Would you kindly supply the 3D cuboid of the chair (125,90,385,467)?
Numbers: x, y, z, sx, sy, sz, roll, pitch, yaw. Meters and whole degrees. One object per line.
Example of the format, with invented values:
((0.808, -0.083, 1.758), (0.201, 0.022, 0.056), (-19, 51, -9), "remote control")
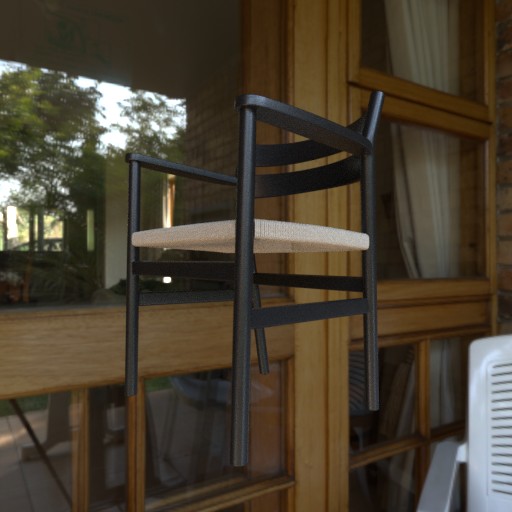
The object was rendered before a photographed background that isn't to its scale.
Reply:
((0.000, 0.000, 1.167), (0.508, 0.775, 0.630), (0, -1, -37), "chair")
